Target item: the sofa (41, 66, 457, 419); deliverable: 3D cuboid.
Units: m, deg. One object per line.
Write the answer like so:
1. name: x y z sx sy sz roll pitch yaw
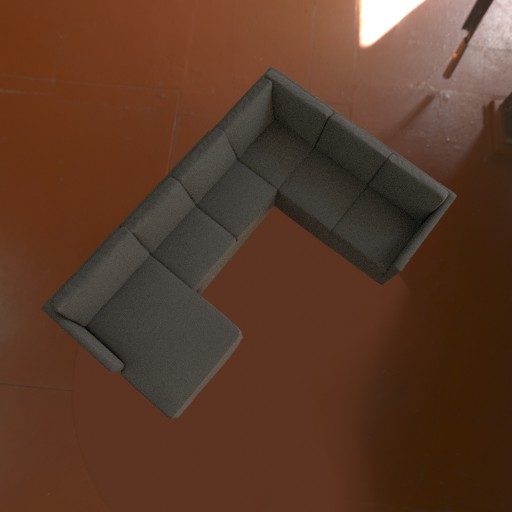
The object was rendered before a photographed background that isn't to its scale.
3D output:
1. sofa: 0.000 0.000 4.567 2.476 0.878 3.528 38 78 9
